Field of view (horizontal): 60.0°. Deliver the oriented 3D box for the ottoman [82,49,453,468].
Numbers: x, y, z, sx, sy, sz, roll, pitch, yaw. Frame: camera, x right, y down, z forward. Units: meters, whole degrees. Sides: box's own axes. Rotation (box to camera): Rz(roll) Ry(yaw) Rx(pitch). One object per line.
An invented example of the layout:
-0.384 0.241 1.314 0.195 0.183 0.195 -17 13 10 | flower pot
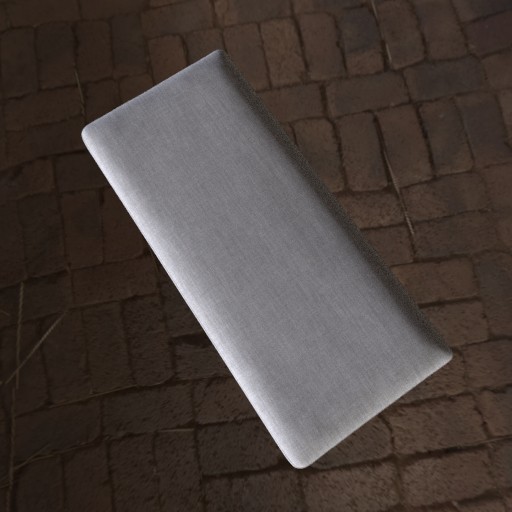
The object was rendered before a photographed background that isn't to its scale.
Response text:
0.000 0.000 1.146 0.419 0.432 0.902 -33 79 -7 | ottoman
